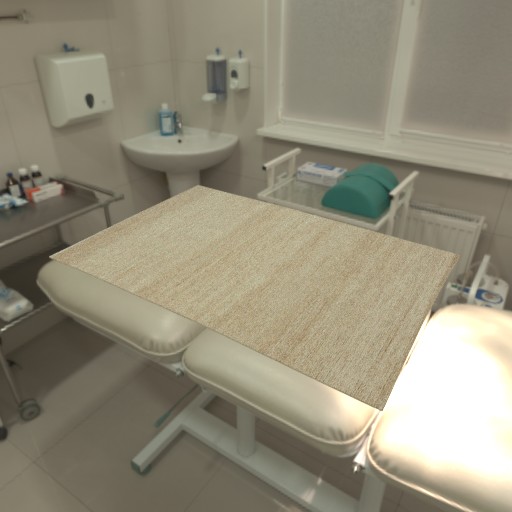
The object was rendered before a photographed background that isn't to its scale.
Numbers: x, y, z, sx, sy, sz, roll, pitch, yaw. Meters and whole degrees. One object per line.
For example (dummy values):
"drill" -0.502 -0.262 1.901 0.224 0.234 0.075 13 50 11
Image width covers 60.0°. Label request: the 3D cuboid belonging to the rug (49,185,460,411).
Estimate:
"rug" 0.000 0.000 3.023 2.346 0.029 1.574 19 36 28
